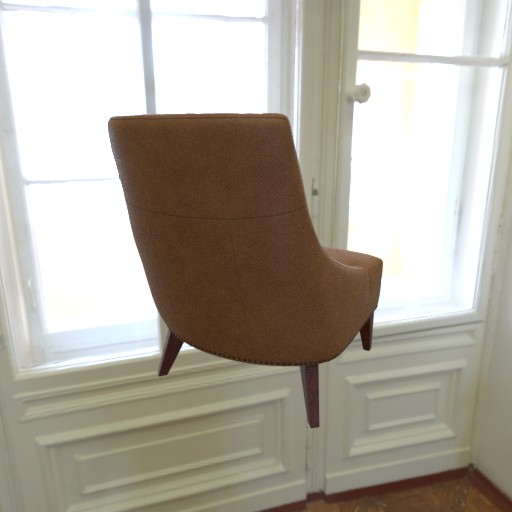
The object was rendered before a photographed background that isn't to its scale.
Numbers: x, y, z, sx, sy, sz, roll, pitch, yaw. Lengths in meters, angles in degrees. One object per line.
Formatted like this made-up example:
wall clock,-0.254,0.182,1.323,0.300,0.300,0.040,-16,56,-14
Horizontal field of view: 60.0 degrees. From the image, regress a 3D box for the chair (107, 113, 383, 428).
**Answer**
chair,0.000,0.000,1.512,0.701,0.909,0.861,9,19,28
